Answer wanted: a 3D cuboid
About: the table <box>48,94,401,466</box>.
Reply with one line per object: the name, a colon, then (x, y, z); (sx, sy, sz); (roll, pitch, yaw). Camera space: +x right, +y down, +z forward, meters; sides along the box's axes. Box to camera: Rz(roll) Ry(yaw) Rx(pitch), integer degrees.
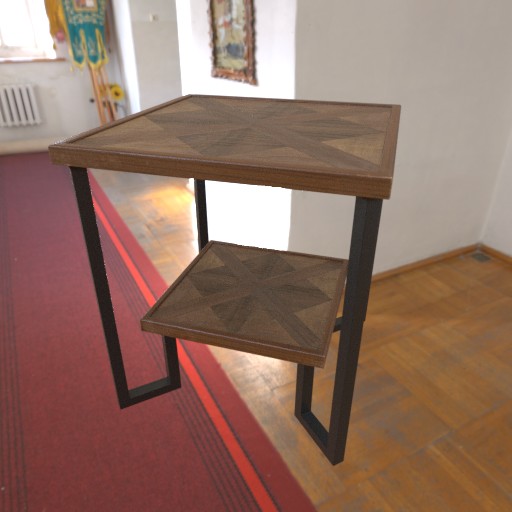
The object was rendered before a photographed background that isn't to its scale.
table: (0.000, 0.000, 0.947); (0.503, 0.563, 0.503); (8, 30, 15)
